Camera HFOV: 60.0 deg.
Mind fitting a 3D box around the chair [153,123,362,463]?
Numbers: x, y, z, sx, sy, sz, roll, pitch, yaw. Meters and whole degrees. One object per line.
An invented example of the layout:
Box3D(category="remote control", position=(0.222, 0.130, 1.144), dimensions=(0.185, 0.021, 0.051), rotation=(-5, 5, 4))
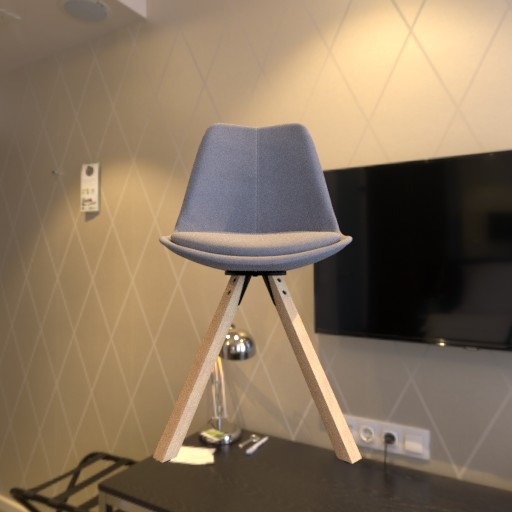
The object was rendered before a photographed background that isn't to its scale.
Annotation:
Box3D(category="chair", position=(0.000, 0.000, 1.166), dimensions=(0.474, 0.863, 0.549), rotation=(0, -1, 1))
